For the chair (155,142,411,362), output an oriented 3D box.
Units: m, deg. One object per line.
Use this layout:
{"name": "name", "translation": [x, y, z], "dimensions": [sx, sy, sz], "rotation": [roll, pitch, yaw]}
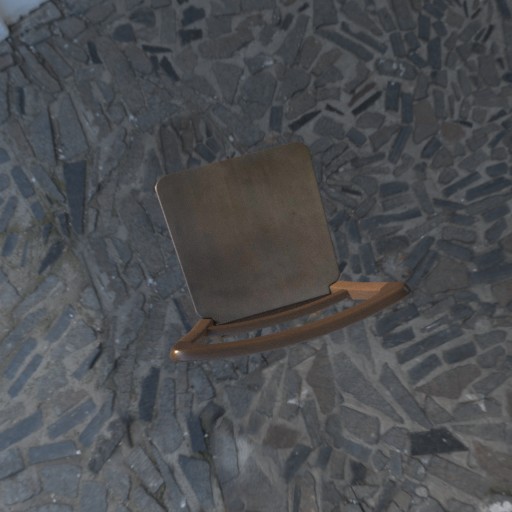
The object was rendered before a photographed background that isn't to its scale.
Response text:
{"name": "chair", "translation": [0.000, 0.000, 1.287], "dimensions": [0.450, 0.991, 0.546], "rotation": [-15, 78, -3]}
